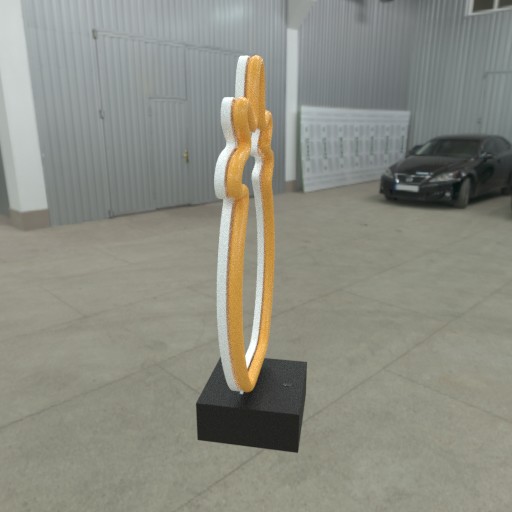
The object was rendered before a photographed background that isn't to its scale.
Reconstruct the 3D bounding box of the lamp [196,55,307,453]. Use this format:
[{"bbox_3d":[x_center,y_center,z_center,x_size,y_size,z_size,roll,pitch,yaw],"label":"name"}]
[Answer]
[{"bbox_3d":[0.000,0.000,0.379,0.088,0.317,0.167,3,16,10],"label":"lamp"}]
